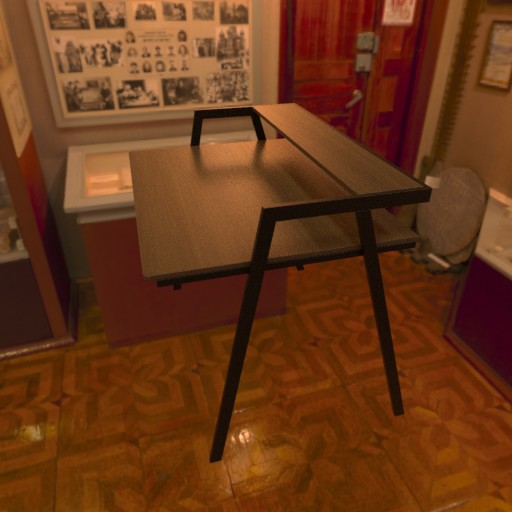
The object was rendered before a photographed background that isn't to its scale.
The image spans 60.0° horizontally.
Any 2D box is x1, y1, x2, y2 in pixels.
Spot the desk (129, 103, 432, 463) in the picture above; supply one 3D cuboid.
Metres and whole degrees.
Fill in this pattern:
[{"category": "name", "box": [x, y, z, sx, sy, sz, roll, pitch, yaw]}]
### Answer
[{"category": "desk", "box": [0.000, 0.000, 1.912, 0.936, 0.998, 1.143, -8, 32, -13]}]
